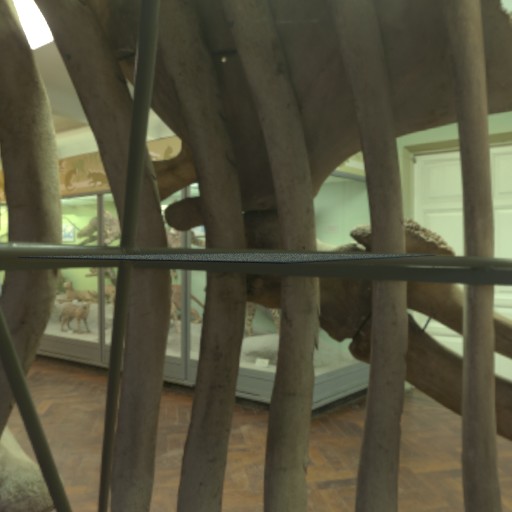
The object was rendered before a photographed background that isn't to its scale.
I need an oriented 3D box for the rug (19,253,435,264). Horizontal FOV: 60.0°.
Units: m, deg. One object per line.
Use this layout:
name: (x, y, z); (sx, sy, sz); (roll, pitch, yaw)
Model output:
rug: (0.000, 0.000, 4.029); (2.438, 0.010, 3.048); (1, 1, 35)
